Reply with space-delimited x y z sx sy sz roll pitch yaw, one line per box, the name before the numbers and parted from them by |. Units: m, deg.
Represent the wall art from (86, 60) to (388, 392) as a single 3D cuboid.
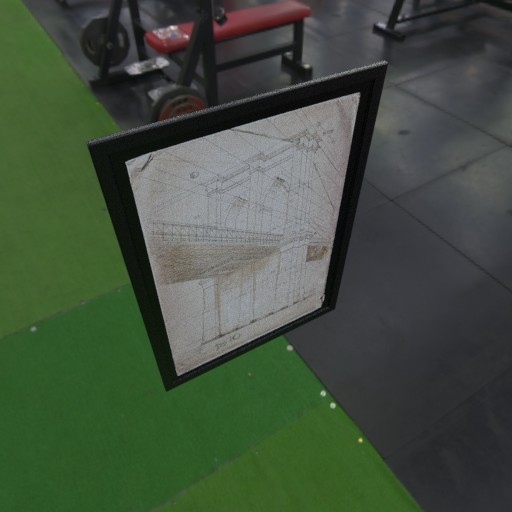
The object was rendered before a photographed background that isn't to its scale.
wall art | 0.000 0.000 1.277 0.707 0.967 0.013 -22 51 -20
